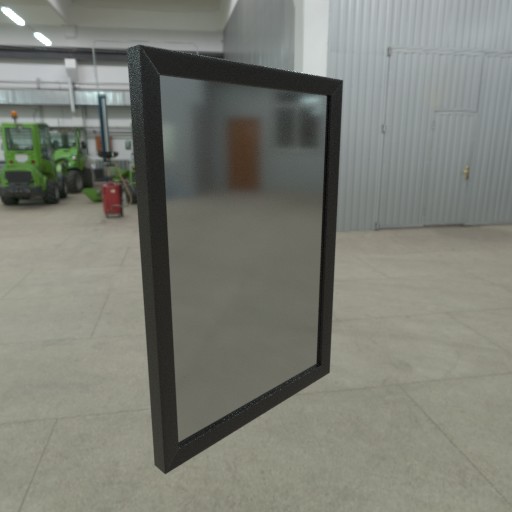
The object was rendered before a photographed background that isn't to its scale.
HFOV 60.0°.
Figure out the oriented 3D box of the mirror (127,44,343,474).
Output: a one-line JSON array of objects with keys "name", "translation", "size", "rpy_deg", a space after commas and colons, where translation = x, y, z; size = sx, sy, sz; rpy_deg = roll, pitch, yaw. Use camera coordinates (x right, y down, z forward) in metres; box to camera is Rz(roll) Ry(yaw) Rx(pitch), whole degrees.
[{"name": "mirror", "translation": [0.000, 0.000, 0.896], "size": [0.040, 0.710, 0.507], "rpy_deg": [14, 20, 43]}]
